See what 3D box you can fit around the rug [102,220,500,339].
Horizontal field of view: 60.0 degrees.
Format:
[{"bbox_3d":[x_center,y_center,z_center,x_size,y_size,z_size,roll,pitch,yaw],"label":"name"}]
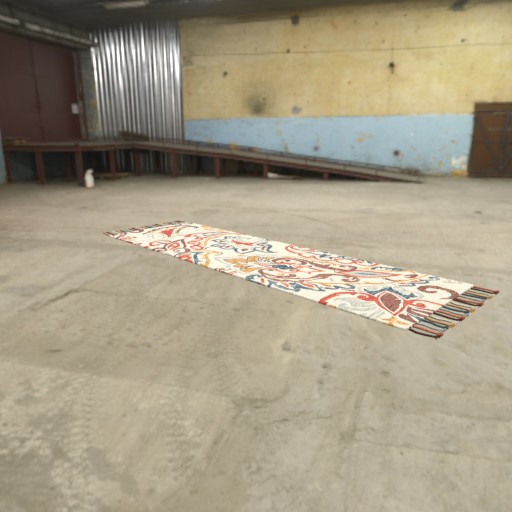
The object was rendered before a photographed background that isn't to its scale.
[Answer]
[{"bbox_3d":[0.000,0.000,2.864,2.682,0.015,0.763,15,21,42],"label":"rug"}]
